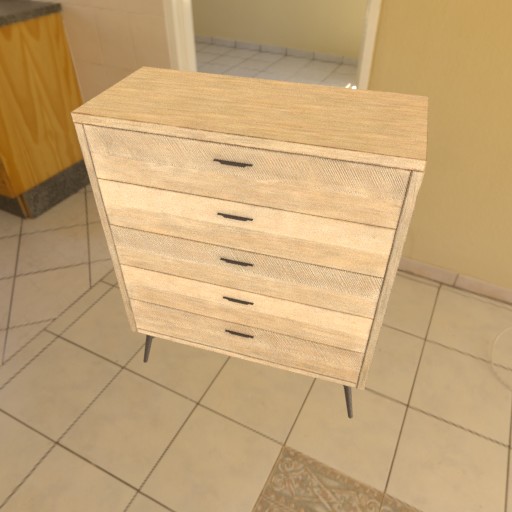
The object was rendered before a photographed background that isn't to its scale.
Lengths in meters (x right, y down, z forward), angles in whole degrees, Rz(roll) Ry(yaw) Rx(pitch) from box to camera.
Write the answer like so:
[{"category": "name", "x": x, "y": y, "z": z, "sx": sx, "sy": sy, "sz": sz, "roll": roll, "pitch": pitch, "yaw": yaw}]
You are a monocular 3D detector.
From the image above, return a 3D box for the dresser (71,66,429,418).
[{"category": "dresser", "x": 0.000, "y": 0.000, "z": 1.754, "sx": 1.016, "sy": 1.219, "sz": 0.457, "roll": 11, "pitch": 42, "yaw": 13}]
